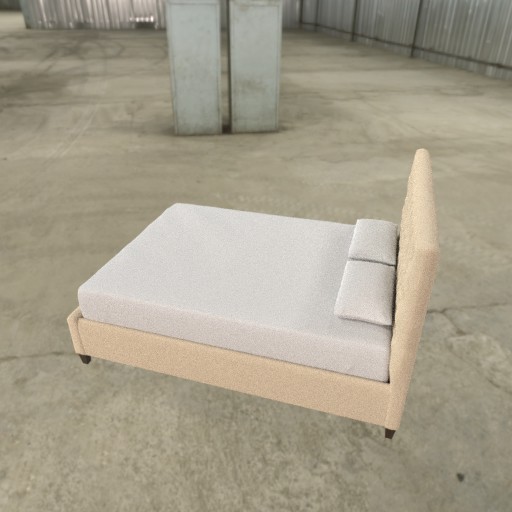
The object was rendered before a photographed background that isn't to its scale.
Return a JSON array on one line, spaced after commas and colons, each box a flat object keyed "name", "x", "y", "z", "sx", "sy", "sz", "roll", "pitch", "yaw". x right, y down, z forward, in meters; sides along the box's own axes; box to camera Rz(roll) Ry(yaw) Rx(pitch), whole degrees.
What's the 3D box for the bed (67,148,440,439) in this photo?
[{"name": "bed", "x": 0.000, "y": 0.000, "z": 3.464, "sx": 2.387, "sy": 1.427, "sz": 1.698, "roll": 9, "pitch": 32, "yaw": 15}]
